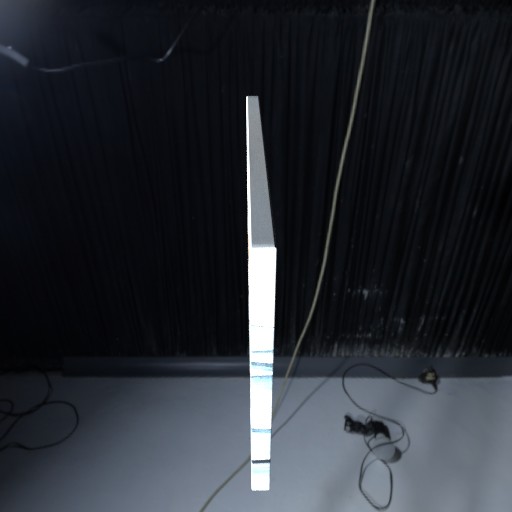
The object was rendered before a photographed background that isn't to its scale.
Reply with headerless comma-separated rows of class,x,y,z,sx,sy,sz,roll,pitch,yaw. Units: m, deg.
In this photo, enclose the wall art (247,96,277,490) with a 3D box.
wall art,0.000,0.000,1.170,0.039,0.609,0.914,-1,33,-1
